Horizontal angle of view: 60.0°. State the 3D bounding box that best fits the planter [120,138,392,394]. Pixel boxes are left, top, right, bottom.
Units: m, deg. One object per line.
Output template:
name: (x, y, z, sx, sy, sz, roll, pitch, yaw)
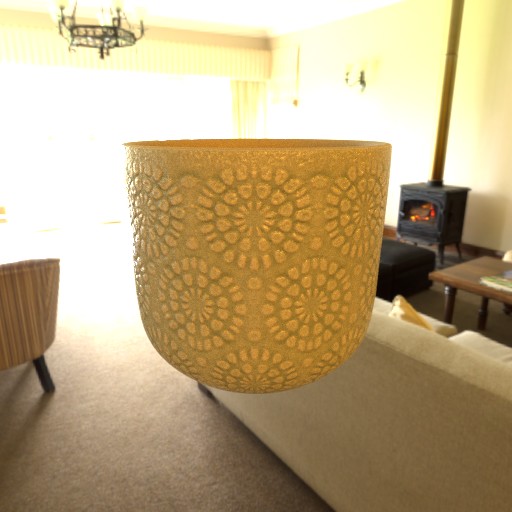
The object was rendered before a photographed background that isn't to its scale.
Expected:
planter: (0.000, 0.000, 0.308, 0.169, 0.153, 0.169, 0, 16, 0)
